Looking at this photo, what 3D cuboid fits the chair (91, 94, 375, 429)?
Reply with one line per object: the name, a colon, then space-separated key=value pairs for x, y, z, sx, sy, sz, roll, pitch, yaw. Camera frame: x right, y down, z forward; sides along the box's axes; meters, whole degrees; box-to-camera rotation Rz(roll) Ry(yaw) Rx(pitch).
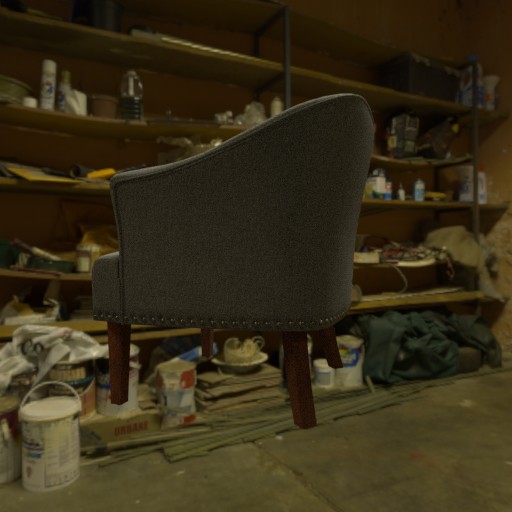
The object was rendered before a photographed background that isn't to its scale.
chair: x=0.000 y=0.000 z=1.382 sx=0.704 sy=0.815 sz=0.798 roll=0 pitch=1 yaw=18
